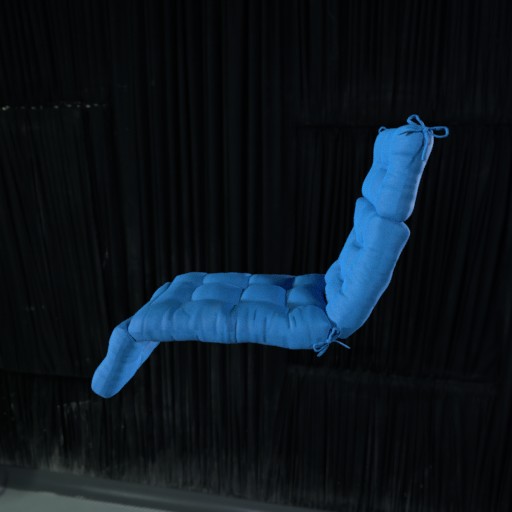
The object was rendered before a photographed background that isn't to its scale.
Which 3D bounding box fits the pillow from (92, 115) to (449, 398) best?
[{"bbox_3d":[0.000,0.000,1.474,1.016,0.863,0.526,2,14,8],"label":"pillow"}]
